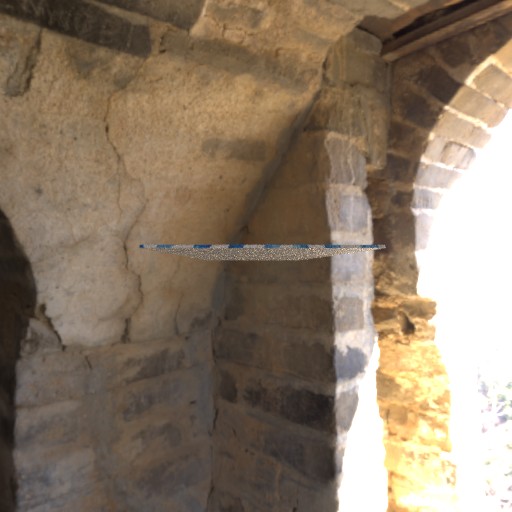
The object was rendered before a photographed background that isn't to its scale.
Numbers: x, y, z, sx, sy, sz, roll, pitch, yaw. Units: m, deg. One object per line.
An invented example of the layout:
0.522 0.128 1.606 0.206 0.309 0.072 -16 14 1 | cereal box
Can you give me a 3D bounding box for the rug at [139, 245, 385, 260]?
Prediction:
0.000 0.000 1.644 0.503 0.007 1.492 0 -2 -1 | rug
